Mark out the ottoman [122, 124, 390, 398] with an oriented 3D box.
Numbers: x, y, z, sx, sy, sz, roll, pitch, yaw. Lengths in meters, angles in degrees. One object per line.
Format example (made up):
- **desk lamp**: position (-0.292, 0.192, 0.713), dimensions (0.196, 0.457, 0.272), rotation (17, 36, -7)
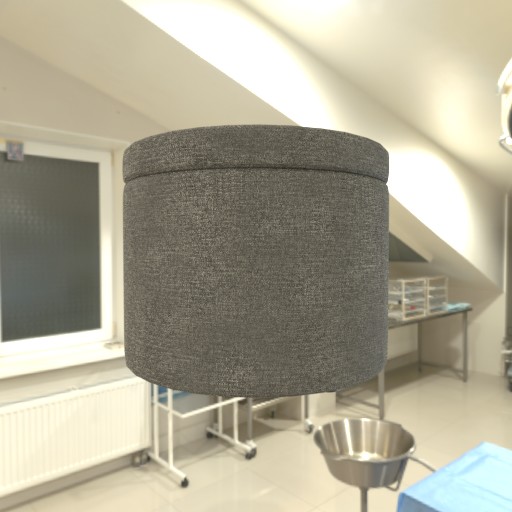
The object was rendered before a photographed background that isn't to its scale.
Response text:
- **ottoman**: position (0.000, 0.000, 0.870), dimensions (0.500, 0.419, 0.500), rotation (0, 2, 0)
